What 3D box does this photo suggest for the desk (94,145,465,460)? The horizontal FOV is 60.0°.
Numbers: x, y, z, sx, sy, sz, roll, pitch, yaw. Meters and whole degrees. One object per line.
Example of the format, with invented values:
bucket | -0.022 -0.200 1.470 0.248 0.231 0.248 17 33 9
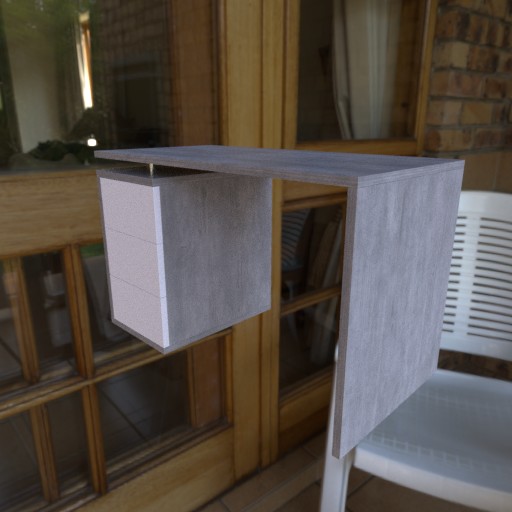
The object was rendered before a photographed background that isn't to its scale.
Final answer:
desk | 0.000 0.000 1.659 1.200 0.740 0.600 16 23 42
